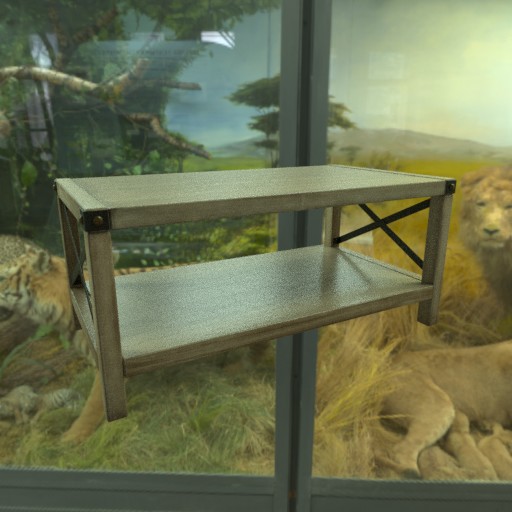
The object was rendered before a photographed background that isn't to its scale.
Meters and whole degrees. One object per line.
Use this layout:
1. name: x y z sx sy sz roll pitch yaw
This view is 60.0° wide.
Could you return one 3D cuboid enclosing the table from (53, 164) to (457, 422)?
1. table: 0.000 0.000 1.317 1.016 0.456 0.559 -9 19 -27
